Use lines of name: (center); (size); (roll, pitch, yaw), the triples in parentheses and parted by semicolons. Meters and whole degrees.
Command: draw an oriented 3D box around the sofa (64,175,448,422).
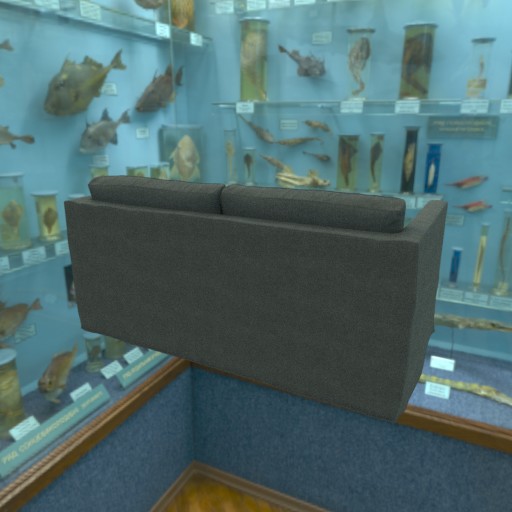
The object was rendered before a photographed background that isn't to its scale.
sofa: (0.000, 0.000, 2.381); (1.802, 0.854, 0.974); (9, 19, 27)
